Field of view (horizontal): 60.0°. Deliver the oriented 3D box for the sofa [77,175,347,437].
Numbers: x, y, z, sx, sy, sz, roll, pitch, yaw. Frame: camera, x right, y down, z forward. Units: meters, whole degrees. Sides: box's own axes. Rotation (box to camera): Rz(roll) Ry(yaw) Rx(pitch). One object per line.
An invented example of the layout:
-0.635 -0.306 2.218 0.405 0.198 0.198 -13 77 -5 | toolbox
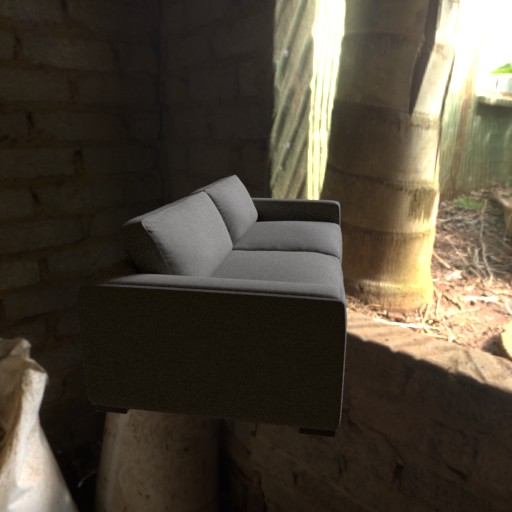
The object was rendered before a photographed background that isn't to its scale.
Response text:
0.000 0.000 2.726 1.070 0.801 2.262 3 16 9 | sofa
